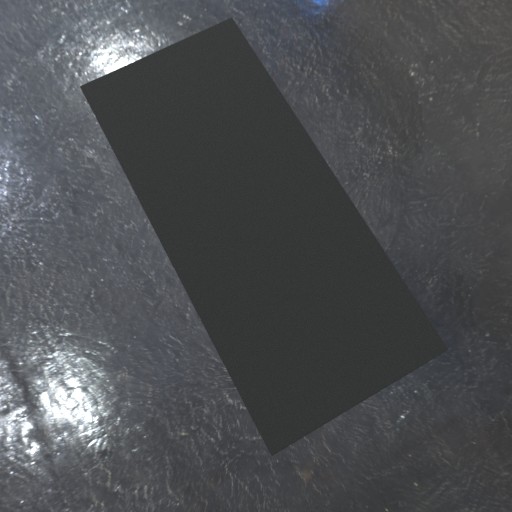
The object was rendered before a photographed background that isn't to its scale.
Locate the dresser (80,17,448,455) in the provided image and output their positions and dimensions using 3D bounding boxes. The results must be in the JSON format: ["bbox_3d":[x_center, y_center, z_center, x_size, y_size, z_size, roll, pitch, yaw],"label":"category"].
[{"bbox_3d":[0.000,0.000,1.136,0.360,0.720,0.750,-28,77,-7],"label":"dresser"}]
